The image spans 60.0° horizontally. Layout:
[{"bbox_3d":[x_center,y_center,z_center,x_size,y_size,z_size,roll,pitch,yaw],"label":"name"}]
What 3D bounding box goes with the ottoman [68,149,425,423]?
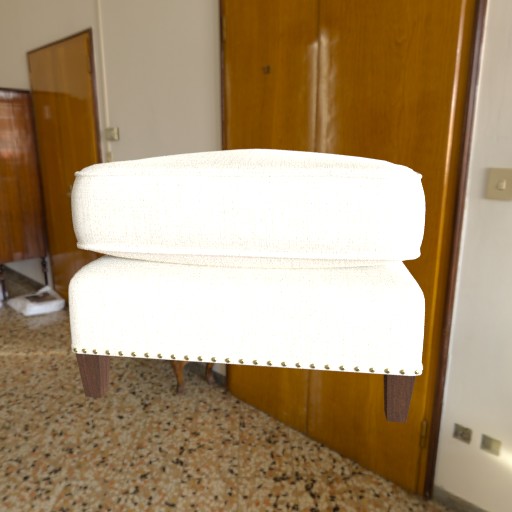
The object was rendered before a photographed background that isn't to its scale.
[{"bbox_3d":[0.000,0.000,1.143,0.738,0.537,0.589,2,14,8],"label":"ottoman"}]
